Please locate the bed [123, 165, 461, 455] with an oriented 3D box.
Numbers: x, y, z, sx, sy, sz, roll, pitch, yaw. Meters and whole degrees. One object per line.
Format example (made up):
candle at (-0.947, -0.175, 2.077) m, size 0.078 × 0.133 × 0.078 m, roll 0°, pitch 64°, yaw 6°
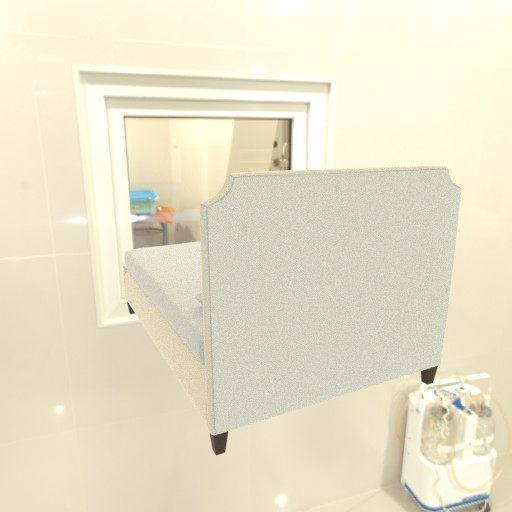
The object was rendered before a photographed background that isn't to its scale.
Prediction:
bed at (0.000, 0.000, 3.523) m, size 1.712 × 1.497 × 2.372 m, roll -7°, pitch 16°, yaw -26°
